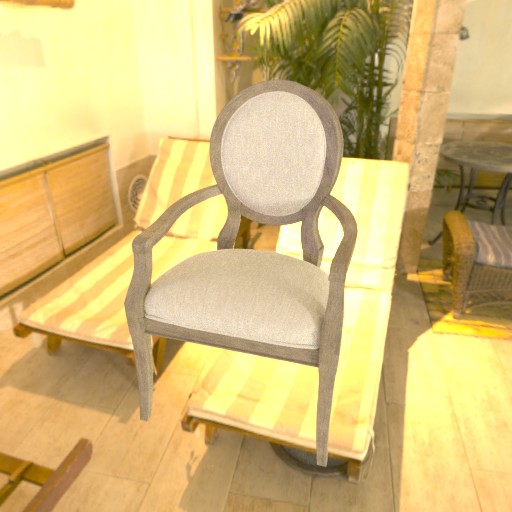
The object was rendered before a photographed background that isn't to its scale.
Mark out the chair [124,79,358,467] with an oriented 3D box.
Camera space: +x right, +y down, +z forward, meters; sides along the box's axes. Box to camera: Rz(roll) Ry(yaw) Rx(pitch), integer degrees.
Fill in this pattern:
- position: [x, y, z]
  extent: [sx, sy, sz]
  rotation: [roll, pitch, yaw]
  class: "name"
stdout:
- position: [0.000, 0.000, 1.396]
  extent: [0.611, 0.991, 0.602]
  rotation: [8, 28, 15]
  class: "chair"
